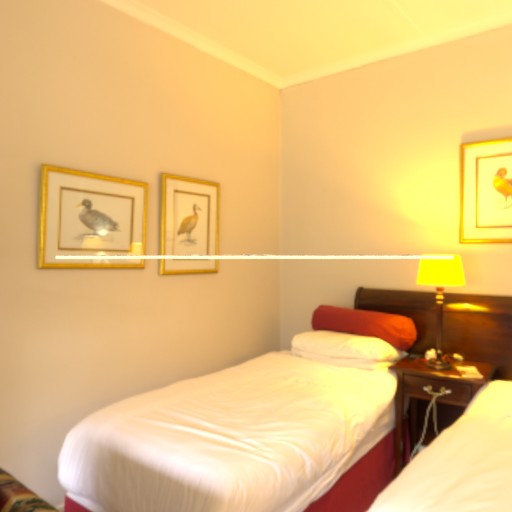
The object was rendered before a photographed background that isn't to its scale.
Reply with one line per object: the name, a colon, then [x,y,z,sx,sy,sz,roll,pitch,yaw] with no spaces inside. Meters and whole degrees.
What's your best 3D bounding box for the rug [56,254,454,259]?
rug: [0.000,0.000,4.351,2.444,0.036,3.369,0,0,0]
